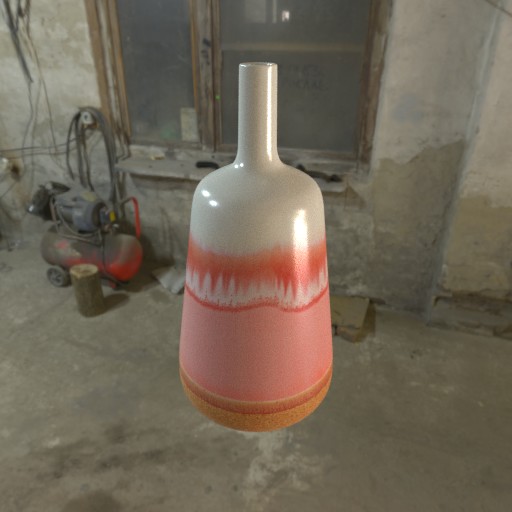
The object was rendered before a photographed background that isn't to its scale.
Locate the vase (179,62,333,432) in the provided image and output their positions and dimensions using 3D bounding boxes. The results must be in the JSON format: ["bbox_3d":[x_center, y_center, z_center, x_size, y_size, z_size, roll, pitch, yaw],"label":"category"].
[{"bbox_3d":[0.000,0.000,0.372,0.144,0.296,0.144,0,28,0],"label":"vase"}]
